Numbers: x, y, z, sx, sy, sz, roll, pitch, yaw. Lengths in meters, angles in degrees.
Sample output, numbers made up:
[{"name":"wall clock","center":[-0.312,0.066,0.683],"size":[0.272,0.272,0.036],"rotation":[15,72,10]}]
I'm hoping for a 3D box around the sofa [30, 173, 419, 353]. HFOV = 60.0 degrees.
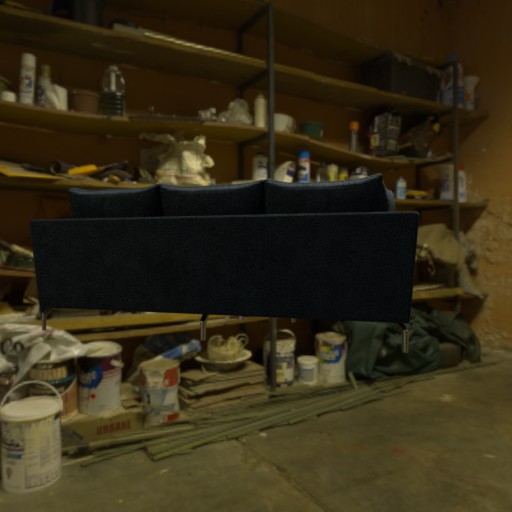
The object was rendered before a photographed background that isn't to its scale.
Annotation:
[{"name":"sofa","center":[0.000,0.000,3.815],"size":[2.463,0.988,2.472],"rotation":[0,1,16]}]
